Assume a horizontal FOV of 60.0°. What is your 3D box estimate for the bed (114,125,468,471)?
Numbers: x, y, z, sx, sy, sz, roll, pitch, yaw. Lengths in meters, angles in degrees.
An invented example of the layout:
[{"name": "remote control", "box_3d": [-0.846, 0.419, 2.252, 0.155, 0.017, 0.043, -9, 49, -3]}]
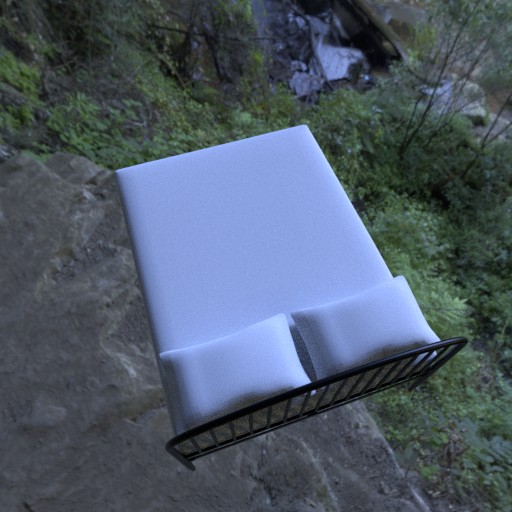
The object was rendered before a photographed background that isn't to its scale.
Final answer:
[{"name": "bed", "box_3d": [0.000, 0.000, 3.017, 1.618, 1.166, 2.159, -16, 60, -10]}]
